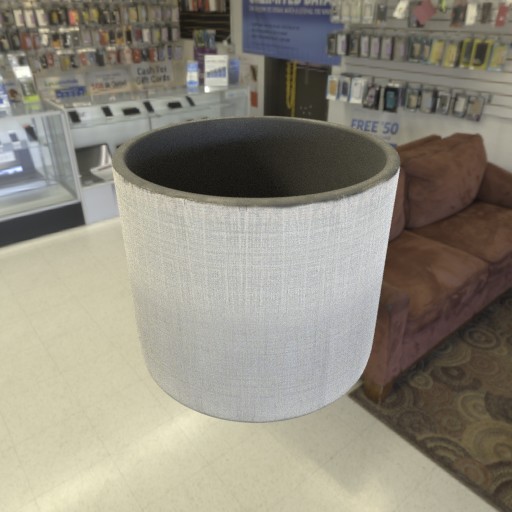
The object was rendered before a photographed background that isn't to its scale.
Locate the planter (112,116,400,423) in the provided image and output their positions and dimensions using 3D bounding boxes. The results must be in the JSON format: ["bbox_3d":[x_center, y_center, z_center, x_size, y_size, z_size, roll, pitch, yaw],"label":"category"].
[{"bbox_3d":[0.000,0.000,0.402,0.226,0.201,0.226,0,30,0],"label":"planter"}]
